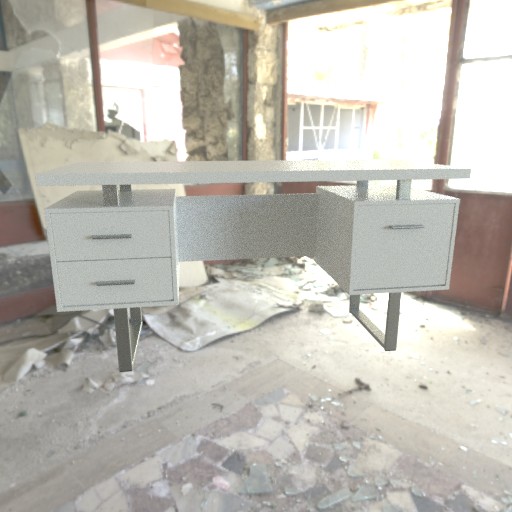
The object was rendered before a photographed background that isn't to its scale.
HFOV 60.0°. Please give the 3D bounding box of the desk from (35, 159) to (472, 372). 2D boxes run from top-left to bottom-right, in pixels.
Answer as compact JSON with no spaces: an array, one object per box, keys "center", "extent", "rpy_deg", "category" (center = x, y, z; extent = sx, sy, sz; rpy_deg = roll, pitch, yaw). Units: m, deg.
[{"center":[0.000,0.000,1.920],"extent":[1.530,0.773,0.603],"rpy_deg":[-2,16,-9],"category":"desk"}]
